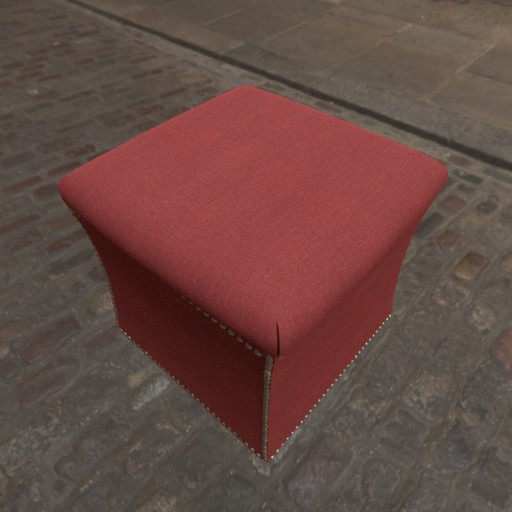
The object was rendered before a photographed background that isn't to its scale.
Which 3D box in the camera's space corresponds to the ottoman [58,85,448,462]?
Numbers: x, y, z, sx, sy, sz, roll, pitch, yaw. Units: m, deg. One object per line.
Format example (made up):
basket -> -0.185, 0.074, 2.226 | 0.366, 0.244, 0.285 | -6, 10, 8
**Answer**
ottoman -> 0.000, 0.000, 0.901 | 0.507, 0.475, 0.497 | 33, 54, 27
